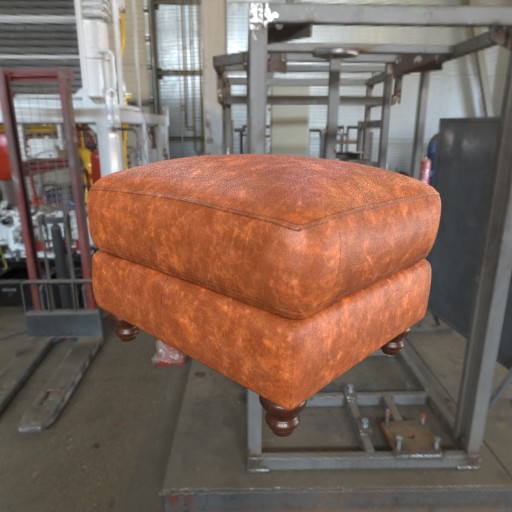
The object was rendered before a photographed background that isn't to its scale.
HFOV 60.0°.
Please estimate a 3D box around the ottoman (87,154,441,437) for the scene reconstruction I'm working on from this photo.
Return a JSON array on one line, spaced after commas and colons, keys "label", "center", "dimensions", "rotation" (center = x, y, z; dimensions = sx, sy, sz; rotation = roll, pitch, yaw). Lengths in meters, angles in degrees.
[{"label": "ottoman", "center": [0.000, 0.000, 1.267], "dimensions": [0.832, 0.562, 0.657], "rotation": [15, 22, 41]}]
